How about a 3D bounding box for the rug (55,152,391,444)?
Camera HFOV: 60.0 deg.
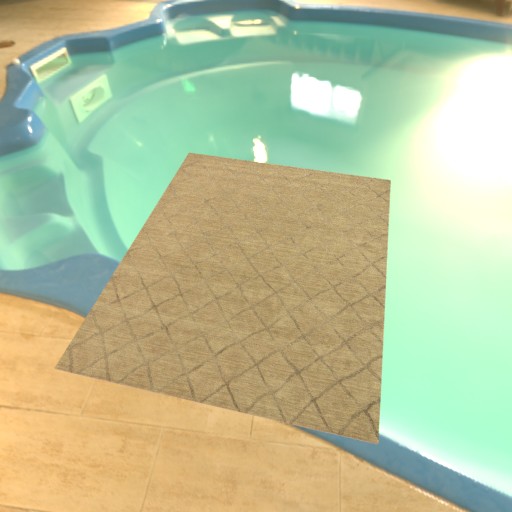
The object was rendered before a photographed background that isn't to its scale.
[{"bbox_3d":[0.000,0.000,4.197,2.420,0.019,3.038,10,47,9],"label":"rug"}]
